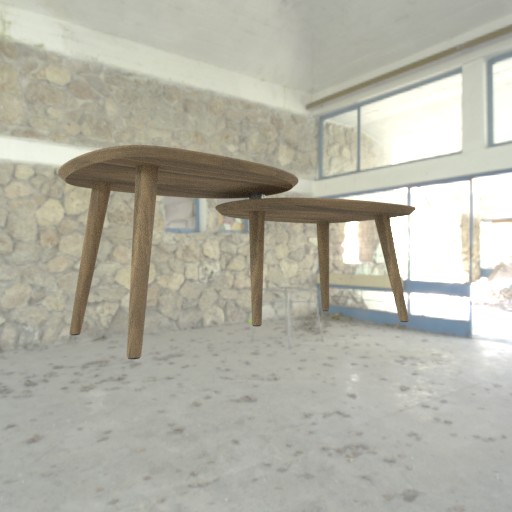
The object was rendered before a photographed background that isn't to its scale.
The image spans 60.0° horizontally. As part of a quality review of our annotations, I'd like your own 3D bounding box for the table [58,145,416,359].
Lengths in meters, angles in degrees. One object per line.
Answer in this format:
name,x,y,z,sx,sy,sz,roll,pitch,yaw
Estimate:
table,0.000,0.000,1.342,1.084,0.429,0.527,0,-1,-36
